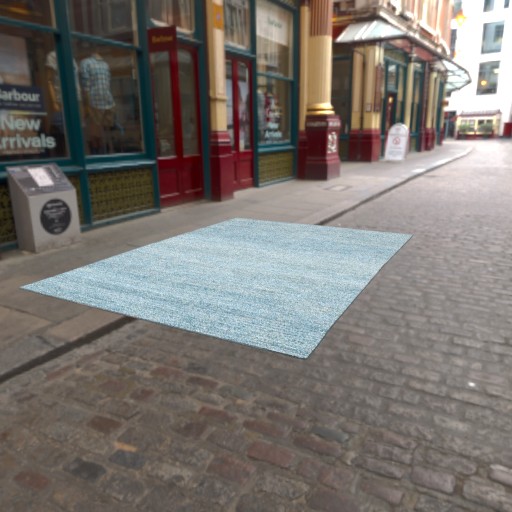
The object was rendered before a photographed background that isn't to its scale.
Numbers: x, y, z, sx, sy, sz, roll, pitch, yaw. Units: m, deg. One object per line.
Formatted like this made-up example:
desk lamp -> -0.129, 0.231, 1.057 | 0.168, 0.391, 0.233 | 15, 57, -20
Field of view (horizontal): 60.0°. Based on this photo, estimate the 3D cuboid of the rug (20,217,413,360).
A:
rug -> 0.000, 0.000, 2.903 | 1.611, 0.026, 2.260 | 8, 18, 27
